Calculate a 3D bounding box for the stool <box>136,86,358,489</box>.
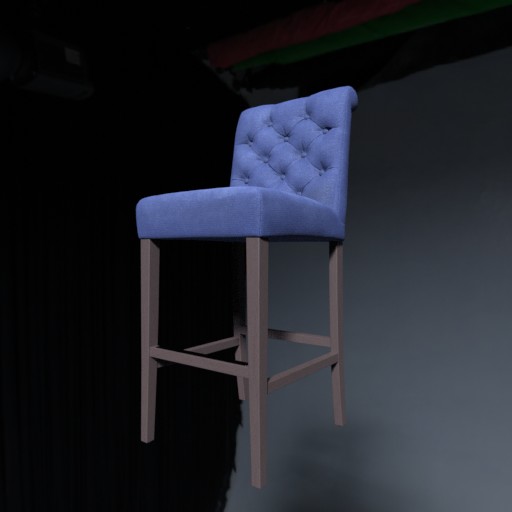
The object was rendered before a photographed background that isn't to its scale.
[{"bbox_3d":[0.000,0.000,1.442,0.493,1.140,0.601,1,2,37],"label":"stool"}]
